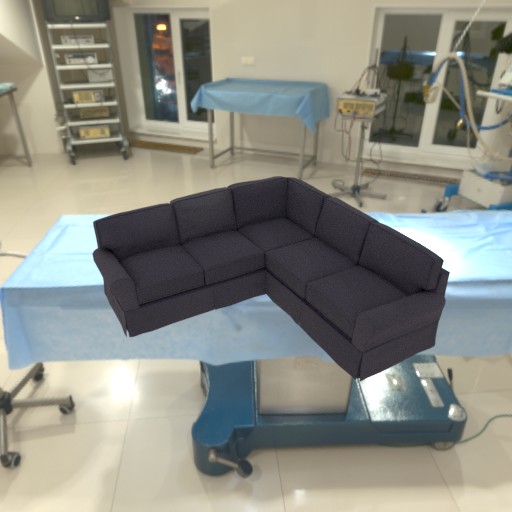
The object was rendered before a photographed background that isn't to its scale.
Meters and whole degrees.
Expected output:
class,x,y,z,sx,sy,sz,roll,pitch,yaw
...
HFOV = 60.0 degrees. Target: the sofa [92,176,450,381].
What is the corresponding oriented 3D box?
class,x,y,z,sx,sy,sz,roll,pitch,yaw
sofa,0.000,0.000,5.142,3.773,1.169,2.874,1,29,1
